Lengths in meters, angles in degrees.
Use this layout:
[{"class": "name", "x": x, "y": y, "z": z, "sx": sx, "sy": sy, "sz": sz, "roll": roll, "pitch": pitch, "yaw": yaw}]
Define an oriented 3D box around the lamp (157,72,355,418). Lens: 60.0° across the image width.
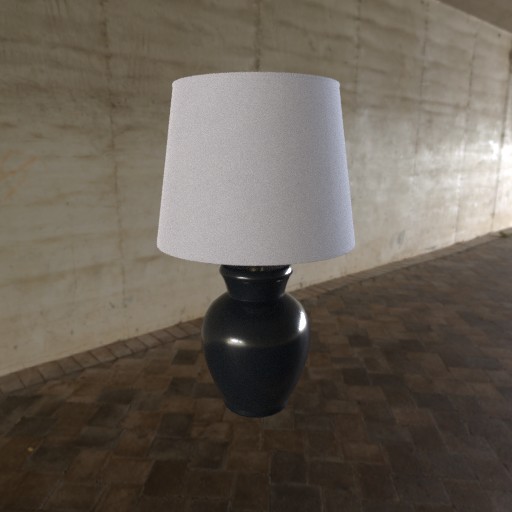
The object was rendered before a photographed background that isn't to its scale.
[{"class": "lamp", "x": 0.000, "y": 0.000, "z": 0.552, "sx": 0.239, "sy": 0.399, "sz": 0.239, "roll": 0, "pitch": 14, "yaw": 0}]
